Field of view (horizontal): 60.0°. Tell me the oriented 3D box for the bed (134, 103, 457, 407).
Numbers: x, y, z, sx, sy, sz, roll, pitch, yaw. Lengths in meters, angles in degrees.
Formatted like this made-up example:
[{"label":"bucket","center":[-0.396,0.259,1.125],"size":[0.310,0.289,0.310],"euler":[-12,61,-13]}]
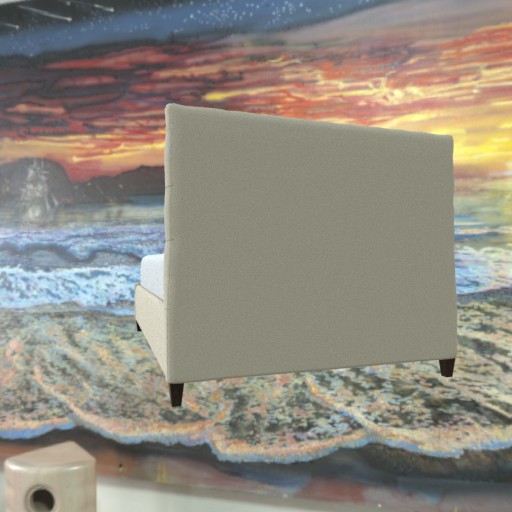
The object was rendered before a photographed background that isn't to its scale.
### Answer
[{"label":"bed","center":[0.000,0.000,3.436],"size":[1.698,1.427,2.387],"euler":[0,0,-19]}]
